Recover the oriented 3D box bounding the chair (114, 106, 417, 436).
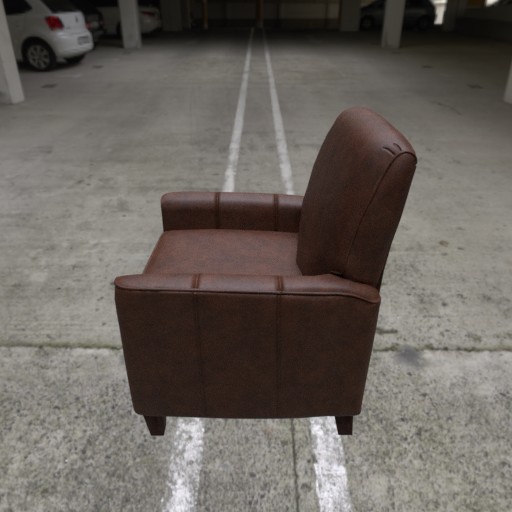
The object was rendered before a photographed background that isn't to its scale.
[{"bbox_3d":[0.000,0.000,1.628,0.850,1.010,0.839,0,27,0],"label":"chair"}]
